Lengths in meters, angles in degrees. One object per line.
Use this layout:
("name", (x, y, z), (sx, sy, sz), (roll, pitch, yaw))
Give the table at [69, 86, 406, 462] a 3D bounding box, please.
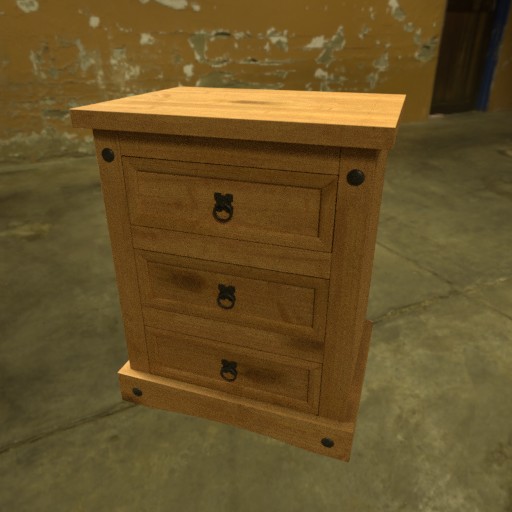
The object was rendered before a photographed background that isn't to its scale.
("table", (0.000, 0.000, 1.223), (0.660, 0.813, 0.500), (9, 28, 17))
